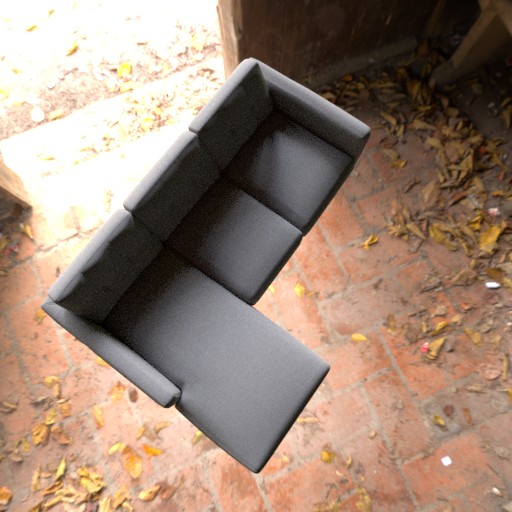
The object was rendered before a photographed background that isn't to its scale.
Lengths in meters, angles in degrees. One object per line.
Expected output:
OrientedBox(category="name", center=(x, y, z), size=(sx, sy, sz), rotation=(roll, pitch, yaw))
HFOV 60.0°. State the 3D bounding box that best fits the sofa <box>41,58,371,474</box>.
OrientedBox(category="sofa", center=(0.000, 0.000, 2.757), size=(1.530, 0.860, 2.040), rotation=(36, 80, 8))
